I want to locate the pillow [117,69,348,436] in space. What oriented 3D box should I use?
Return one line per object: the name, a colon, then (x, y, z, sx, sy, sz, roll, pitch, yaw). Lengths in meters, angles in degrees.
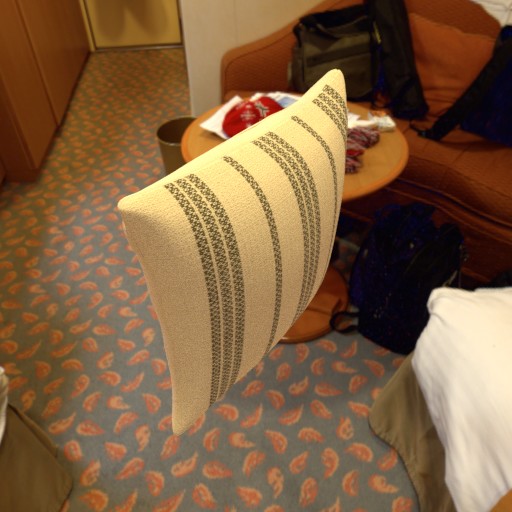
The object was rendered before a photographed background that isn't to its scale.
pillow: (0.000, 0.000, 0.629, 0.173, 0.406, 0.405, 25, 48, 25)
